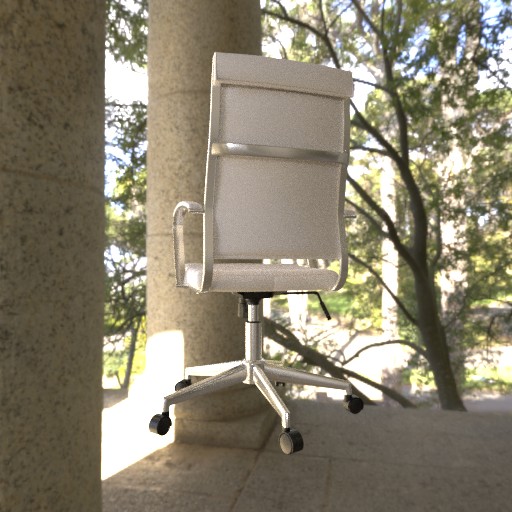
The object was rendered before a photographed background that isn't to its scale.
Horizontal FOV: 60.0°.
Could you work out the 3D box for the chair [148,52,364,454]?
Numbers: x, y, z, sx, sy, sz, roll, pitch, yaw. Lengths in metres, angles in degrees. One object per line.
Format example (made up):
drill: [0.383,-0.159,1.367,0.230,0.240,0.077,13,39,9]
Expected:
chair: [0.000,0.000,1.610,0.766,1.149,0.739,0,-1,-17]
